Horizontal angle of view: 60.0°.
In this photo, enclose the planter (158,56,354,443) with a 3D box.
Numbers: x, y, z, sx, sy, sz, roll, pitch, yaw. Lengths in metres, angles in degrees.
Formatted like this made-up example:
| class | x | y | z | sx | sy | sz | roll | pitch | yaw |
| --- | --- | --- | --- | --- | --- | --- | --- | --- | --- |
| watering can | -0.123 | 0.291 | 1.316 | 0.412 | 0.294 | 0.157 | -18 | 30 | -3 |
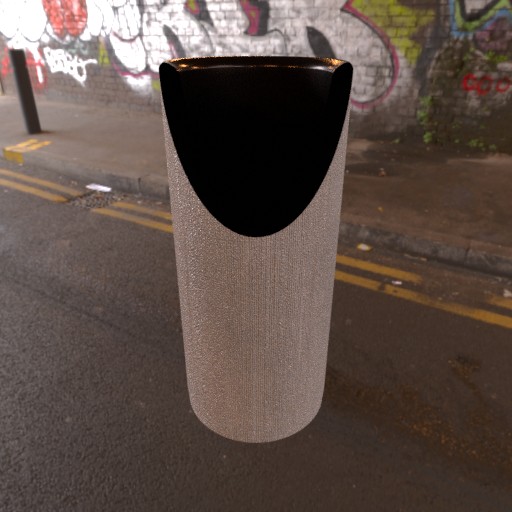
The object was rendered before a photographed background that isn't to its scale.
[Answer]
| class | x | y | z | sx | sy | sz | roll | pitch | yaw |
| --- | --- | --- | --- | --- | --- | --- | --- | --- | --- |
| planter | 0.000 | 0.000 | 0.128 | 0.045 | 0.103 | 0.045 | -9 | 28 | -16 |
